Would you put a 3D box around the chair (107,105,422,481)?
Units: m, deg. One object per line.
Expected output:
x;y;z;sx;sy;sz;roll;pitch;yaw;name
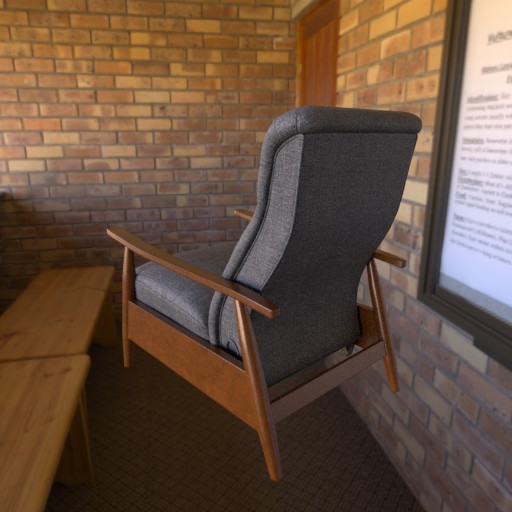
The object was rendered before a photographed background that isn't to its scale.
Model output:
0.000;0.000;1.768;0.762;1.082;1.030;-14;21;-41;chair
